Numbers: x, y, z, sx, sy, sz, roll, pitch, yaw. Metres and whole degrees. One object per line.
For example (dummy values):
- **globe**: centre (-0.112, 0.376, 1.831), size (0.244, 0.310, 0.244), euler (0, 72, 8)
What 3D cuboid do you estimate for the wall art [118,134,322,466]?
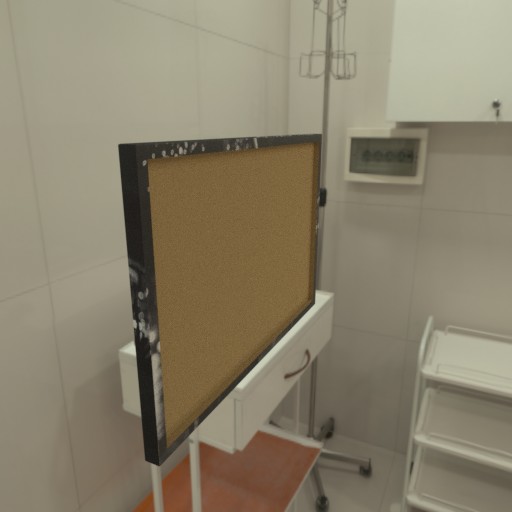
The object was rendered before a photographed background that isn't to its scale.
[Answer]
- **wall art**: centre (0.000, 0.000, 1.175), size (0.038, 0.609, 0.914), euler (8, 18, 25)
